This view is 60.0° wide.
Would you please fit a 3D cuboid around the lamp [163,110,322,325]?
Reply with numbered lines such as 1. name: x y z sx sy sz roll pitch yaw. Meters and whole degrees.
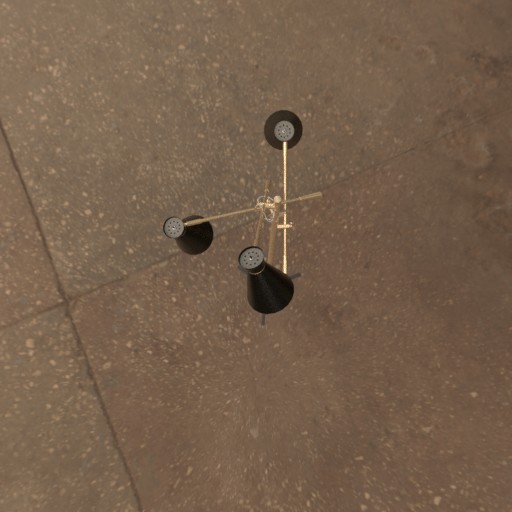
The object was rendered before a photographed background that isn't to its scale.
1. lamp: 0.000 0.000 2.161 0.653 1.804 0.750 -22 76 -6
